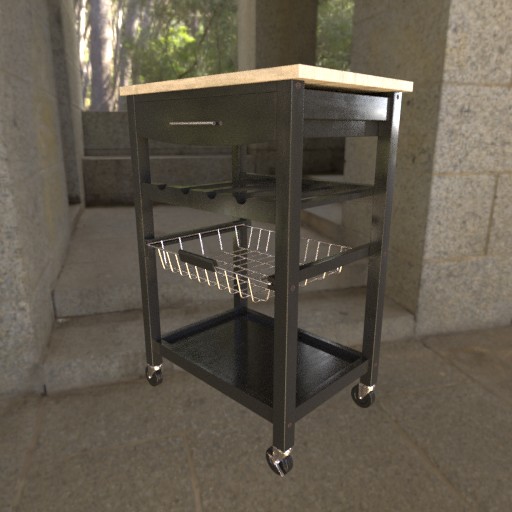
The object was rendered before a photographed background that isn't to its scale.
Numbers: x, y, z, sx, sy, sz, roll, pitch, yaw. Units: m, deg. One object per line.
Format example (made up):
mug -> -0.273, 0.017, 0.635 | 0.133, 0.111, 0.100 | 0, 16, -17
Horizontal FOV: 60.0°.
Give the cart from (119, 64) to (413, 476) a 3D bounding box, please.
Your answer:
cart -> 0.000, 0.000, 1.158 | 0.584, 0.839, 0.403 | 15, 22, 42
